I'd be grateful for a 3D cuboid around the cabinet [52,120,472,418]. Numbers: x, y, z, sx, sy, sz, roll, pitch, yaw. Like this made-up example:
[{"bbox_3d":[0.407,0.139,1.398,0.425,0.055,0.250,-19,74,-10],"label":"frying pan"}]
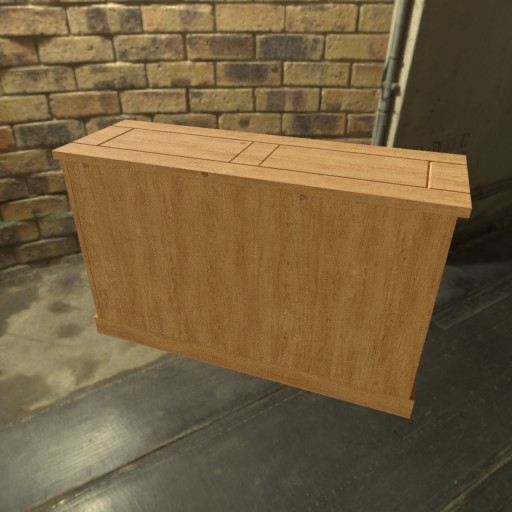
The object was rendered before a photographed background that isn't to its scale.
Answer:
[{"bbox_3d":[0.000,0.000,1.699,1.321,0.810,0.432,11,33,17],"label":"cabinet"}]
